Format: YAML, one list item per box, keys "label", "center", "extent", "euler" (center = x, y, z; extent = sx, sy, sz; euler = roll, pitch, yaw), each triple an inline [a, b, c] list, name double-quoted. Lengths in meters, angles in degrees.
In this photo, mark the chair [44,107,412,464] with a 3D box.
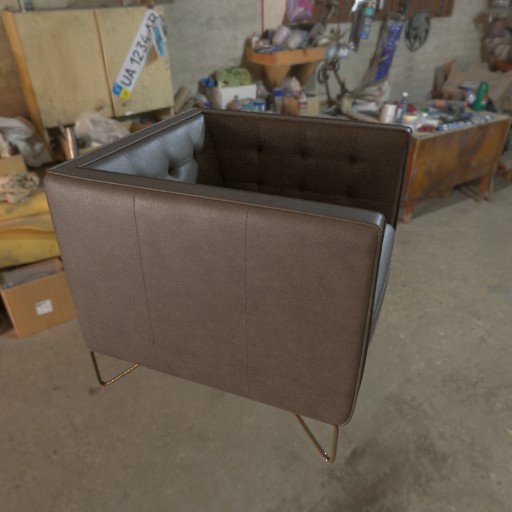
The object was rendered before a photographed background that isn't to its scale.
- label: "chair"
  center: [0.000, 0.000, 1.544]
  extent: [0.894, 0.790, 0.880]
  euler: [11, 32, 18]
